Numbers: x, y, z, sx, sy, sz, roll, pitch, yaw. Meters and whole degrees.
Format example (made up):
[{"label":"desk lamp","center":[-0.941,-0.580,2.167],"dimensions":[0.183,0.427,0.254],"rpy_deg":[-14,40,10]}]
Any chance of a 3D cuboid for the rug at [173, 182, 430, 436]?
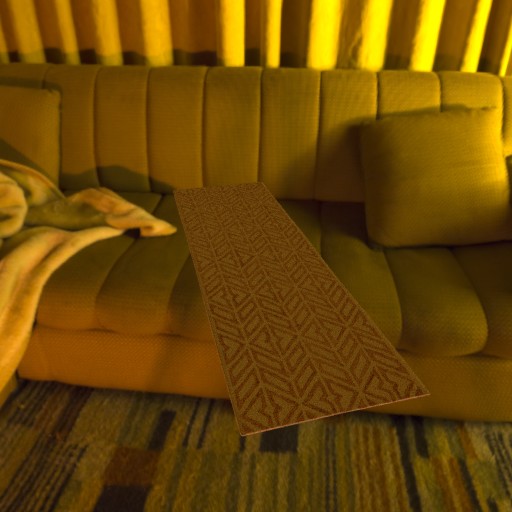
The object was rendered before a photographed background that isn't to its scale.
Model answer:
[{"label":"rug","center":[0.000,0.000,2.649],"dimensions":[0.750,0.009,2.435],"rpy_deg":[-7,30,-13]}]
